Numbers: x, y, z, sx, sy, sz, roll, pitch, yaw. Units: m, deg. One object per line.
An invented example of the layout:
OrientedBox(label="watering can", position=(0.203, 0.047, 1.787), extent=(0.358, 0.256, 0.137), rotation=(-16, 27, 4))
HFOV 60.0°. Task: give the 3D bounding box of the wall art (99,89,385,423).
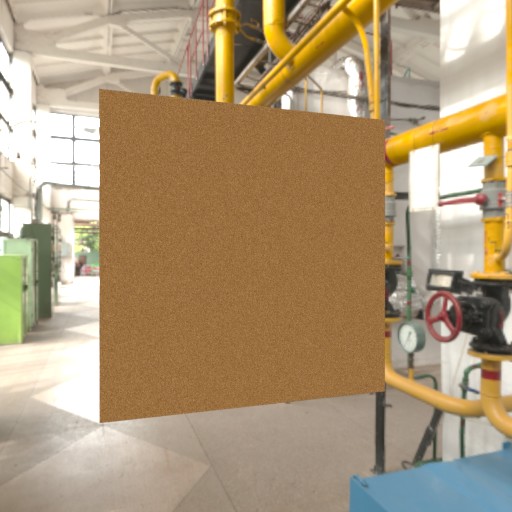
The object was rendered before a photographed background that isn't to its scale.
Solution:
OrientedBox(label="wall art", position=(0.000, 0.000, 0.605), extent=(0.404, 0.406, 0.010), rotation=(0, 0, -18))
